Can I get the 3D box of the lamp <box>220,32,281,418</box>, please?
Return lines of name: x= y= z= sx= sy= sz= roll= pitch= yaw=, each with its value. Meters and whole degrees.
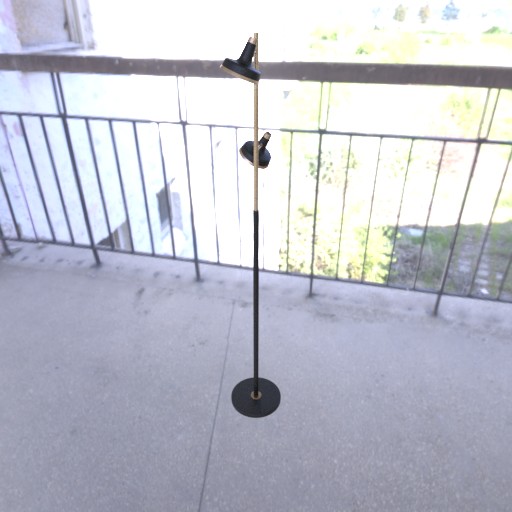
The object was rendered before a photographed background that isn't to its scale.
lamp: x=0.000 y=0.000 z=1.856 sx=0.253 sy=1.674 sz=0.351 roll=8 pitch=30 yaw=13
